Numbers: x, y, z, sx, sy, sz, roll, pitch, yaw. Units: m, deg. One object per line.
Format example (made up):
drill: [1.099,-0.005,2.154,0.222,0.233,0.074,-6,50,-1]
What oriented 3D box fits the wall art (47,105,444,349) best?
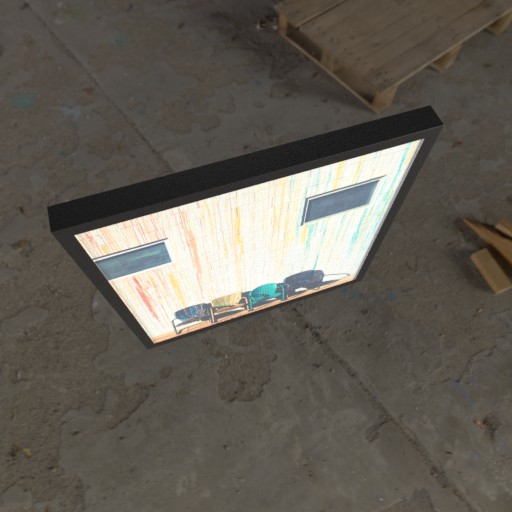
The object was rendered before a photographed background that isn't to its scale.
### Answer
wall art: [0.000,0.000,0.775,0.506,0.506,0.037,-17,64,-8]
